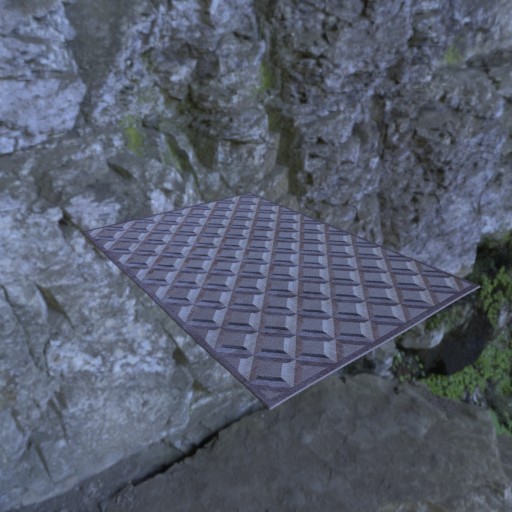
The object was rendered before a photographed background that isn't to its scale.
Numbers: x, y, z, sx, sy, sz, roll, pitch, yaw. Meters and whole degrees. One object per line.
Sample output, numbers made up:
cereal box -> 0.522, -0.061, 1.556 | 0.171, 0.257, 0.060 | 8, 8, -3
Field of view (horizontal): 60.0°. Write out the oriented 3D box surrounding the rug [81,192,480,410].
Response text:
rug -> 0.000, 0.000, 2.975 | 1.600, 0.013, 2.260 | -19, 32, -33
